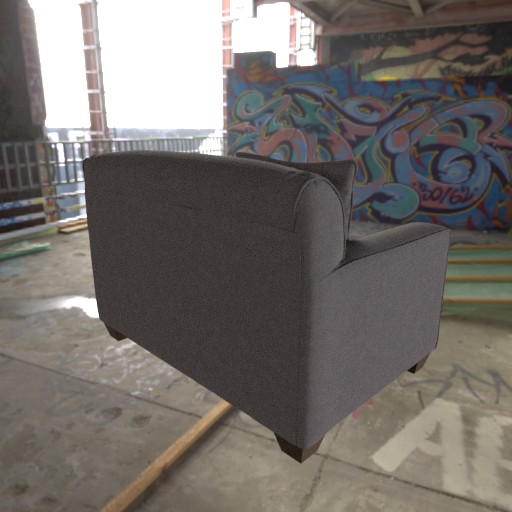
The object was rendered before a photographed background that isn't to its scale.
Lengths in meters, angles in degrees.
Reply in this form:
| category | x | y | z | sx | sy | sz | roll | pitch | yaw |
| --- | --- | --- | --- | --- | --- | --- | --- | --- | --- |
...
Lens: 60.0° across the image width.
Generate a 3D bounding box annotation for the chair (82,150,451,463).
| category | x | y | z | sx | sy | sz | roll | pitch | yaw |
| --- | --- | --- | --- | --- | --- | --- | --- | --- | --- |
| chair | 0.000 | 0.000 | 2.028 | 0.992 | 0.953 | 1.395 | -15 | 22 | -42 |
